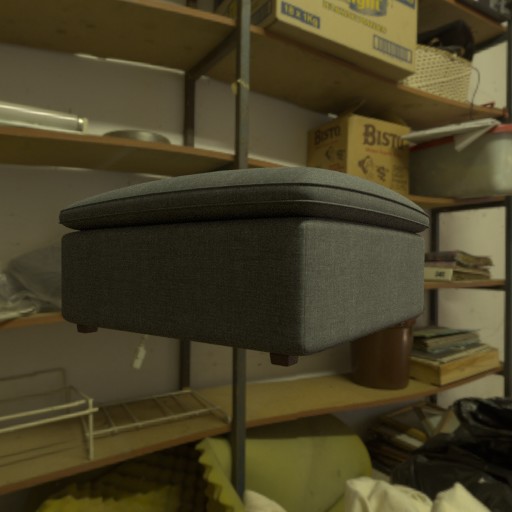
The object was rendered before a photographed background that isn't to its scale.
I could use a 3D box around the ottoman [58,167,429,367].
[{"bbox_3d":[0.000,0.000,1.730,1.067,0.559,1.067,0,-1,36],"label":"ottoman"}]
